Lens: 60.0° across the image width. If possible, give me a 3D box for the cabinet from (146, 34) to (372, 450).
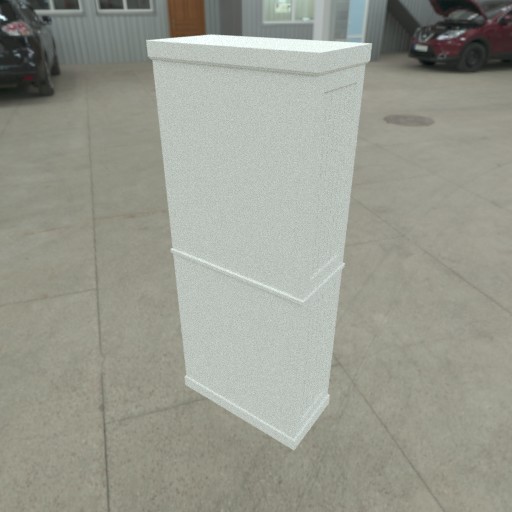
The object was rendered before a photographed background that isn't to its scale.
[{"bbox_3d":[0.000,0.000,2.095,0.754,1.829,0.390,20,36,30],"label":"cabinet"}]
